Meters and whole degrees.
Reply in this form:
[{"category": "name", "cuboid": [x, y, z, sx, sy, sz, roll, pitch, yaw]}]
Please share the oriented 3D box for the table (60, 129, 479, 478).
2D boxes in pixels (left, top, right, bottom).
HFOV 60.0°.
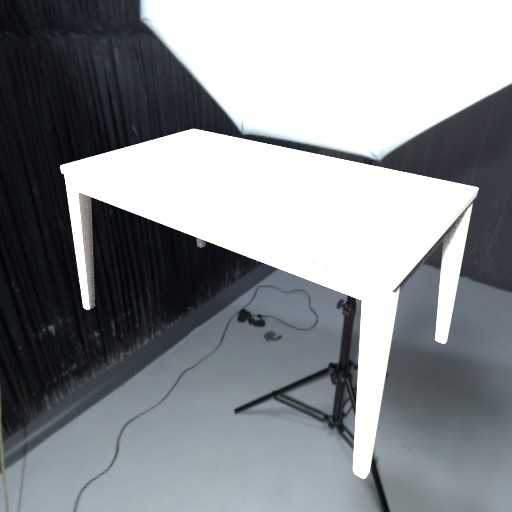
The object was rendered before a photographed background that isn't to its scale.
[{"category": "table", "cuboid": [0.000, 0.000, 2.023, 1.600, 0.760, 0.900, 21, 36, 32]}]
